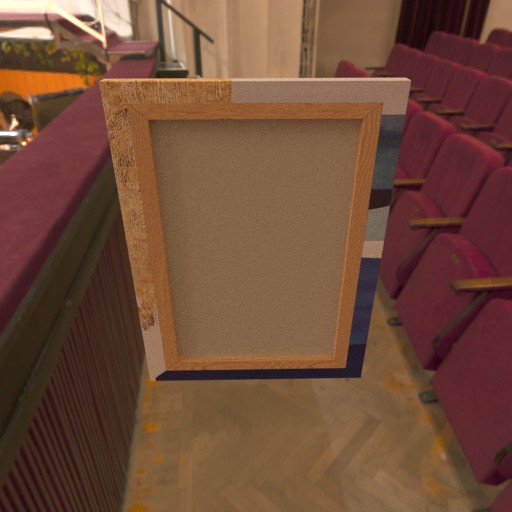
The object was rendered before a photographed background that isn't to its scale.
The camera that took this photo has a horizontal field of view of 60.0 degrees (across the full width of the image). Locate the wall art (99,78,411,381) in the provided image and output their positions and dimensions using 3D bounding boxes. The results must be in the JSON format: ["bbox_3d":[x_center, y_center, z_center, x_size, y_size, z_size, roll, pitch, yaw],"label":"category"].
[{"bbox_3d":[0.000,0.000,0.819,0.458,0.613,0.026,-1,31,-1],"label":"wall art"}]
